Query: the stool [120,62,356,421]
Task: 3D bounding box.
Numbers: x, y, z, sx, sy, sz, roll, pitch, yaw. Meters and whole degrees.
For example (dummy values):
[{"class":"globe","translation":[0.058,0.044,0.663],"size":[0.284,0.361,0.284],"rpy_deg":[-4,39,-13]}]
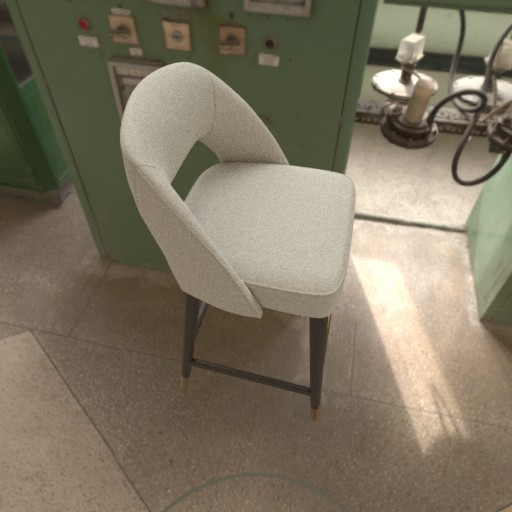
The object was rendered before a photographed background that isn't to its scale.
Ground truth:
[{"class":"stool","translation":[0.000,0.000,1.226],"size":[0.509,0.940,0.494],"rpy_deg":[10,49,9]}]
